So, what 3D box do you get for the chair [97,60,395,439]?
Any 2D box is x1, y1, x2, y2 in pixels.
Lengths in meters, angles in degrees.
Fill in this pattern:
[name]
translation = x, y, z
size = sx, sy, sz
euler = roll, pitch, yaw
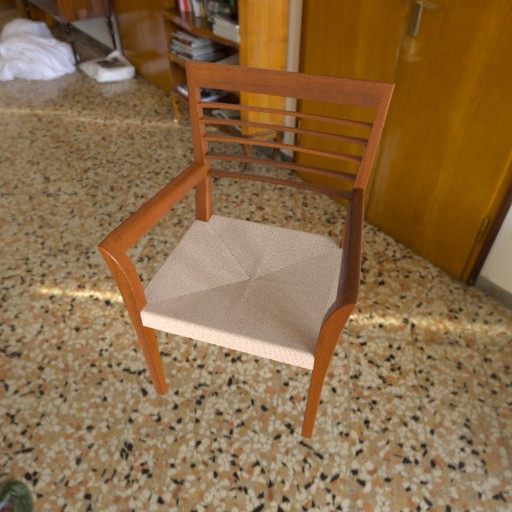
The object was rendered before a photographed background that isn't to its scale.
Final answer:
[chair]
translation = 0.000, 0.000, 1.246
size = 0.587, 0.855, 0.540
euler = 12, 43, 13
